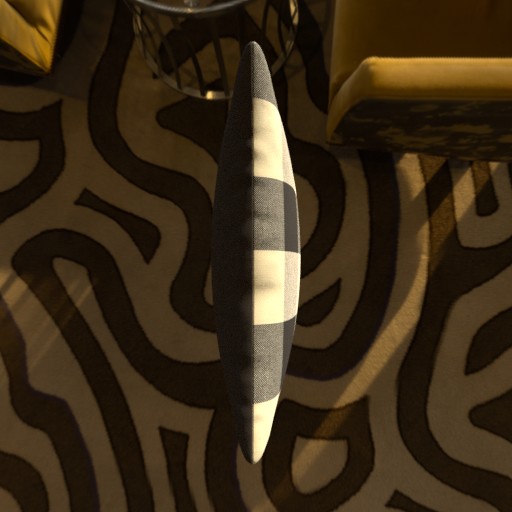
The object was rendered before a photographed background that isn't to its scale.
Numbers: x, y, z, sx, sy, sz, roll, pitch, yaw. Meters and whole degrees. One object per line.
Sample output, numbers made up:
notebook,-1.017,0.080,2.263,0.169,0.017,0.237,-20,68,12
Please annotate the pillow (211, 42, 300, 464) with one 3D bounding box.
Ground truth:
pillow,0.000,0.000,0.784,0.161,0.509,0.511,0,88,1
